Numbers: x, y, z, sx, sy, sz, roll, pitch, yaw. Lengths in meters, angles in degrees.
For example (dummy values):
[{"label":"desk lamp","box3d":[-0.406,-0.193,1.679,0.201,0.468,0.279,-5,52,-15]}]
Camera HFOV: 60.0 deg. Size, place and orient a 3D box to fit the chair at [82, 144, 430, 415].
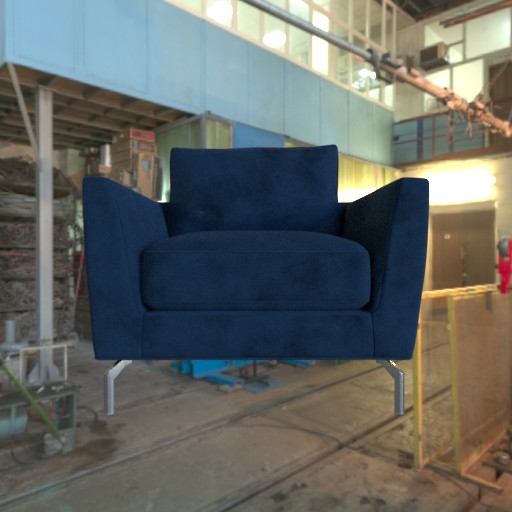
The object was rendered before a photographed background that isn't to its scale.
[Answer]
[{"label":"chair","box3d":[0.000,0.000,1.592,0.977,0.893,0.746,0,1,0]}]
